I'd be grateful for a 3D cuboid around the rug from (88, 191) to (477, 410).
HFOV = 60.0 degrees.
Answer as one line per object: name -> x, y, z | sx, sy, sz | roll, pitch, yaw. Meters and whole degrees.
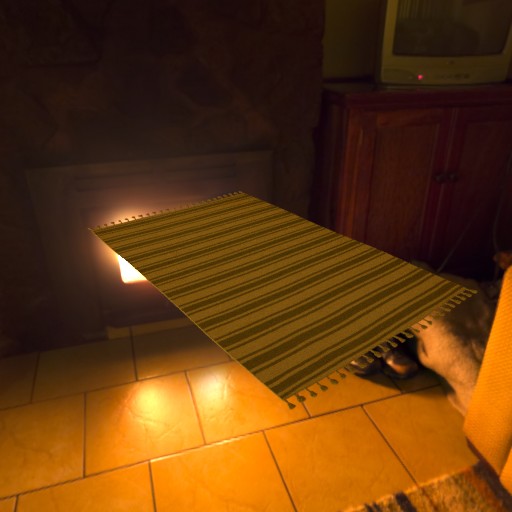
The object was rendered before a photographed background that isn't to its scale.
rug -> 0.000, 0.000, 2.370 | 1.162, 0.013, 1.875 | -19, 32, -33
